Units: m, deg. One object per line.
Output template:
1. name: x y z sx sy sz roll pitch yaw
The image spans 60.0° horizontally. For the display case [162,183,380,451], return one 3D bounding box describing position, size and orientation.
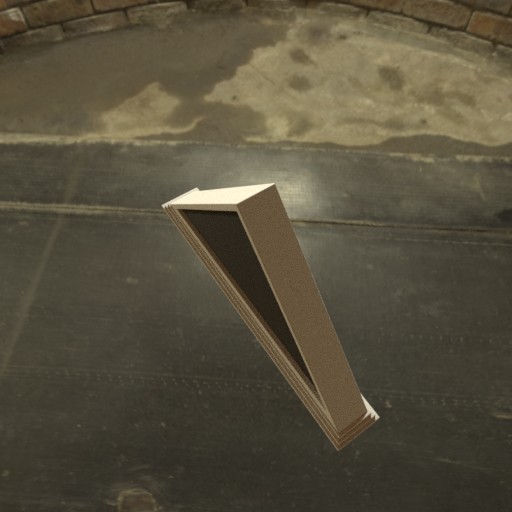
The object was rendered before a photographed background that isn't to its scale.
1. display case: 0.000 0.000 0.769 0.095 0.340 0.640 -30 63 -17
